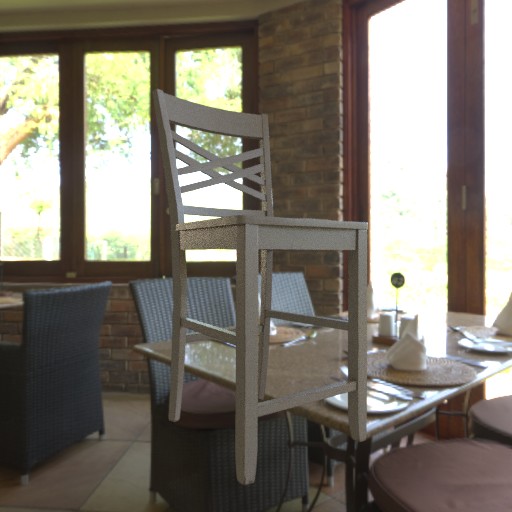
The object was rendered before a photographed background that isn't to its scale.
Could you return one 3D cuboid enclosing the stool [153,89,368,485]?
[{"bbox_3d":[0.000,0.000,1.378,0.462,1.079,0.539,0,1,-36],"label":"stool"}]
